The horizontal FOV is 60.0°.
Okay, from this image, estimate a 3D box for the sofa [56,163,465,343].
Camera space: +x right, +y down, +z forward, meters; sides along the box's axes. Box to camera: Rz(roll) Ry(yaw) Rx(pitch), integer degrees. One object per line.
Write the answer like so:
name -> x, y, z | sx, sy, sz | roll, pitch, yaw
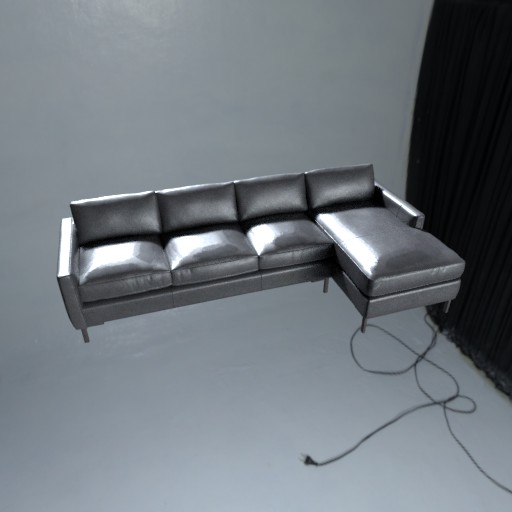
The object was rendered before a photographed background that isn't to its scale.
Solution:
sofa -> 0.000, 0.000, 3.645 | 2.993, 0.859, 1.471 | -10, 34, -15
